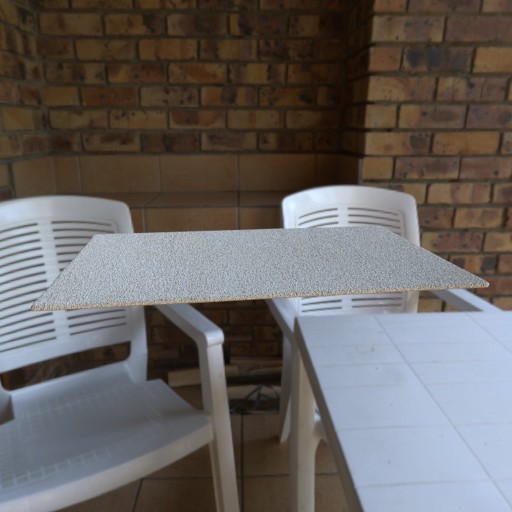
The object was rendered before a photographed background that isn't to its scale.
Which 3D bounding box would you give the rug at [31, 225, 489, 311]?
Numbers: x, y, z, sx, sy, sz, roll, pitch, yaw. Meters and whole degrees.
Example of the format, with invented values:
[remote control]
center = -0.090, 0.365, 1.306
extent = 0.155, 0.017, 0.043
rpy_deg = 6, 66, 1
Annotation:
[rug]
center = 0.000, 0.000, 3.041
extent = 2.438, 0.030, 1.524
rpy_deg = -2, 16, -8
